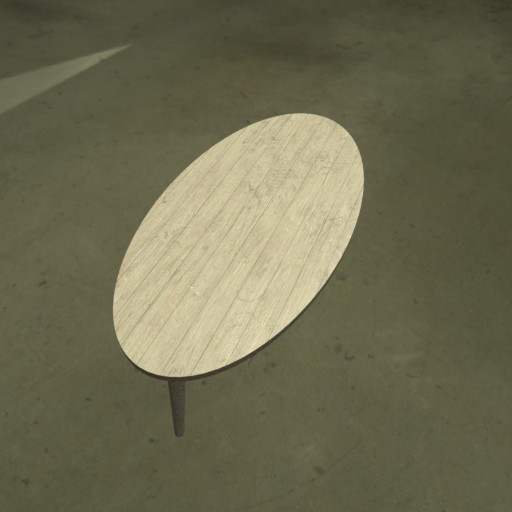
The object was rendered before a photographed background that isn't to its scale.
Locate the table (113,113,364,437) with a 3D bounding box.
[{"bbox_3d":[0.000,0.000,1.365,0.542,0.390,1.083,18,49,16],"label":"table"}]
